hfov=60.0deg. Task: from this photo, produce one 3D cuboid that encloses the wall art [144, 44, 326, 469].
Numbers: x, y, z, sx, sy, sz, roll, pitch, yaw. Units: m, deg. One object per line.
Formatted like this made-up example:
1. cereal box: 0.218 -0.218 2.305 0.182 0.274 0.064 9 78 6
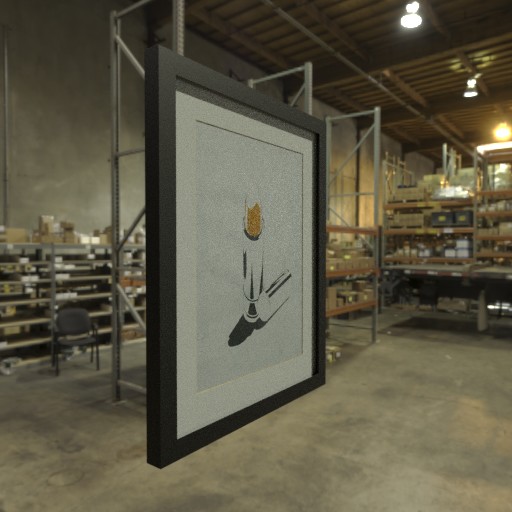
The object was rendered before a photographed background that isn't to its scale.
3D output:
1. wall art: 0.000 0.000 0.773 0.029 0.559 0.457 1 2 37
